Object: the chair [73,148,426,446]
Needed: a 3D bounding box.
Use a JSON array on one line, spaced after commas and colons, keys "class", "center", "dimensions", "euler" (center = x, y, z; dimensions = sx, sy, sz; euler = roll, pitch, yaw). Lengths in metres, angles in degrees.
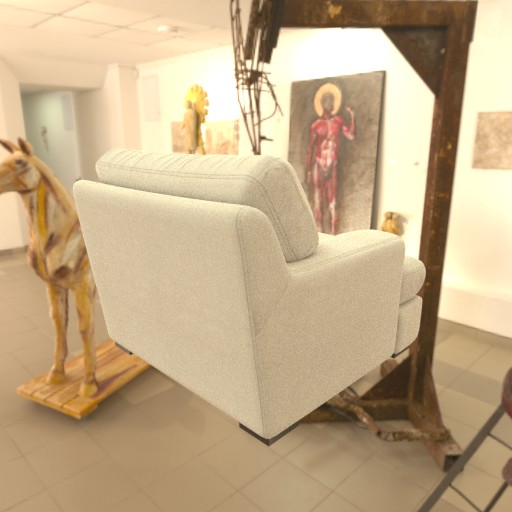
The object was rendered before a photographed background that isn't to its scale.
[{"class": "chair", "center": [0.000, 0.000, 1.974], "dimensions": [1.140, 0.930, 1.158], "euler": [15, 21, 43]}]
